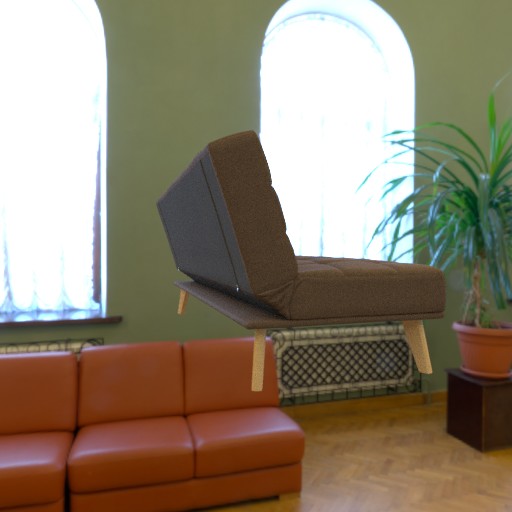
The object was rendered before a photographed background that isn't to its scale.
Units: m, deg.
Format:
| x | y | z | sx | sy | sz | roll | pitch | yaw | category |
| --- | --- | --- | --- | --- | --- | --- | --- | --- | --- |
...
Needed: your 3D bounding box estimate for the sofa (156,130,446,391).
| x | y | z | sx | sy | sz | roll | pitch | yaw | category |
| --- | --- | --- | --- | --- | --- | --- | --- | --- | --- |
| 0.000 | 0.000 | 2.284 | 0.860 | 0.810 | 1.800 | 0 | 1 | -18 | sofa |
